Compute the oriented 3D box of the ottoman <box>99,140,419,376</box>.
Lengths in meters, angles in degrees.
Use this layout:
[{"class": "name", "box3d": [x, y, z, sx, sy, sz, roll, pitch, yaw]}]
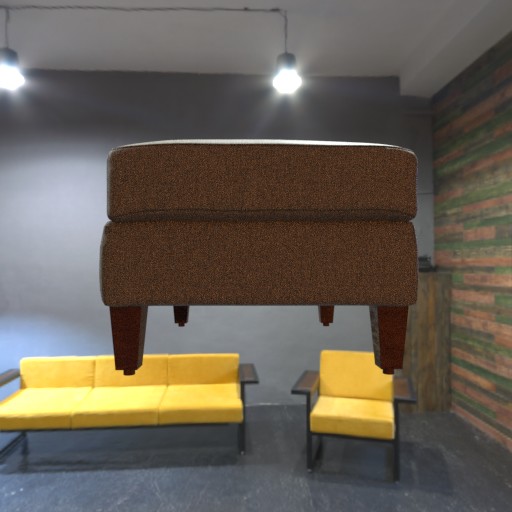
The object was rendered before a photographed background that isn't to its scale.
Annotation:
[{"class": "ottoman", "box3d": [0.000, 0.000, 1.257, 0.639, 0.494, 0.873, 0, -1, -1]}]
